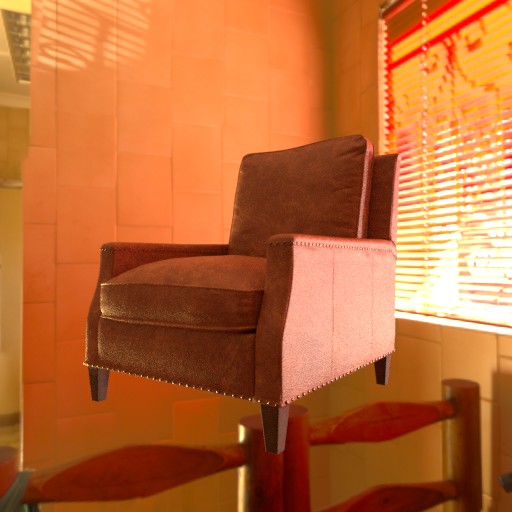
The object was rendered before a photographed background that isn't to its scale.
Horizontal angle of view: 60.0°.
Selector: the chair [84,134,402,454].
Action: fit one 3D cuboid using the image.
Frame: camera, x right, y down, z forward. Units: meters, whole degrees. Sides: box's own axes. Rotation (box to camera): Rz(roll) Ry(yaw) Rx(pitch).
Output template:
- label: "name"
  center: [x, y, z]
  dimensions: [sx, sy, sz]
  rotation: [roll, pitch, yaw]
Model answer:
- label: "chair"
  center: [0.000, 0.000, 1.768]
  dimensions: [0.854, 1.054, 1.035]
  rotation: [-1, -1, 35]
